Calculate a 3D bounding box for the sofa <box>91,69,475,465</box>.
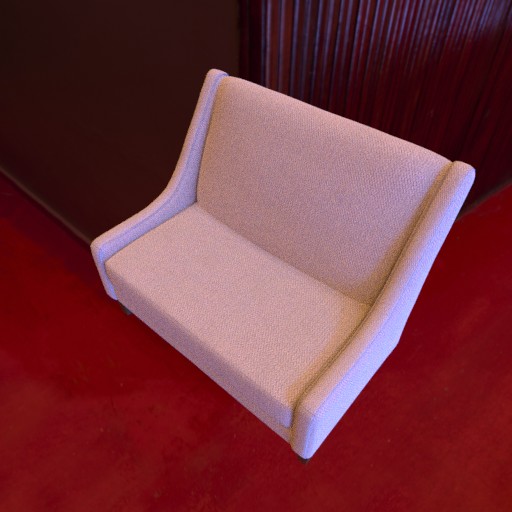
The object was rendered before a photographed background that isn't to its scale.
[{"bbox_3d":[0.000,0.000,1.867,1.242,1.022,0.870,32,53,28],"label":"sofa"}]
